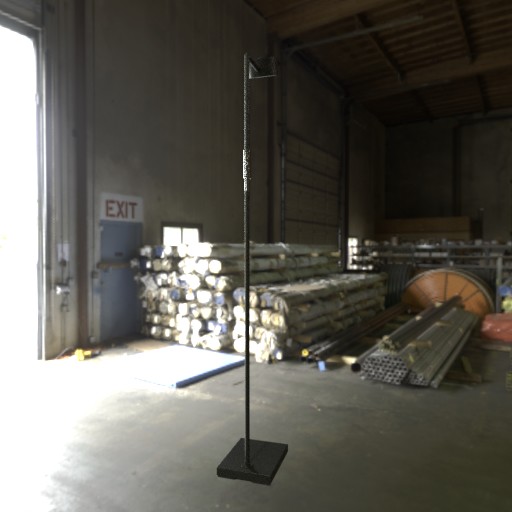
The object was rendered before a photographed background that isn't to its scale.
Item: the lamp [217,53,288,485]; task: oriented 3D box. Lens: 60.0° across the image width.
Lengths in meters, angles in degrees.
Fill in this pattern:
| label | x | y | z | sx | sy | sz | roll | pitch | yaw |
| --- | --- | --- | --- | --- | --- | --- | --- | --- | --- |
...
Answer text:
| label | x | y | z | sx | sy | sz | roll | pitch | yaw |
| --- | --- | --- | --- | --- | --- | --- | --- | --- | --- |
| lamp | 0.000 | 0.000 | 1.700 | 0.203 | 1.600 | 0.304 | 0 | 1 | 18 |
